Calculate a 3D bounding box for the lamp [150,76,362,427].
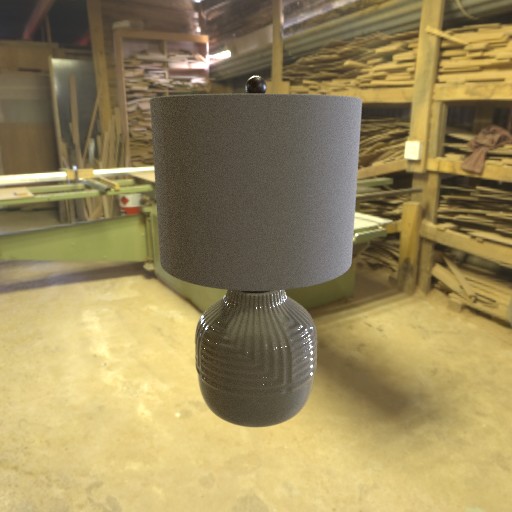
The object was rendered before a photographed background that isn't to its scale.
[{"bbox_3d":[0.000,0.000,0.751,0.318,0.567,0.318,0,17,0],"label":"lamp"}]
